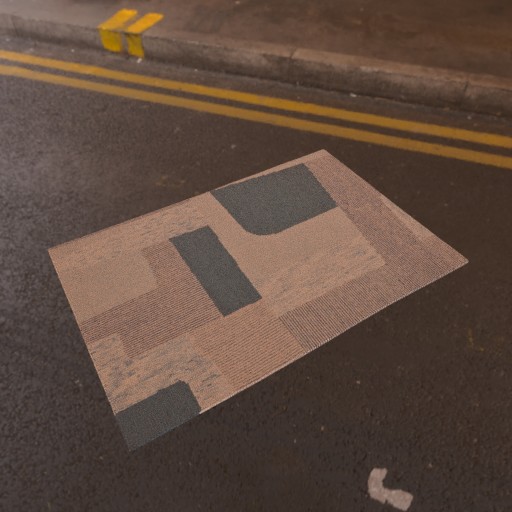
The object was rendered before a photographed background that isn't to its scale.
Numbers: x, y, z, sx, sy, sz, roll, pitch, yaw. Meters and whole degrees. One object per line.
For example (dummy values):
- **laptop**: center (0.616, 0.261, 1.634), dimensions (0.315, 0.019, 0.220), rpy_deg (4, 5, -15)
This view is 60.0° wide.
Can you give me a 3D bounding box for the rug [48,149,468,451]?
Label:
- **rug**: center (0.000, 0.000, 2.334), dimensions (1.847, 0.020, 1.238), rpy_deg (-24, 51, -21)
